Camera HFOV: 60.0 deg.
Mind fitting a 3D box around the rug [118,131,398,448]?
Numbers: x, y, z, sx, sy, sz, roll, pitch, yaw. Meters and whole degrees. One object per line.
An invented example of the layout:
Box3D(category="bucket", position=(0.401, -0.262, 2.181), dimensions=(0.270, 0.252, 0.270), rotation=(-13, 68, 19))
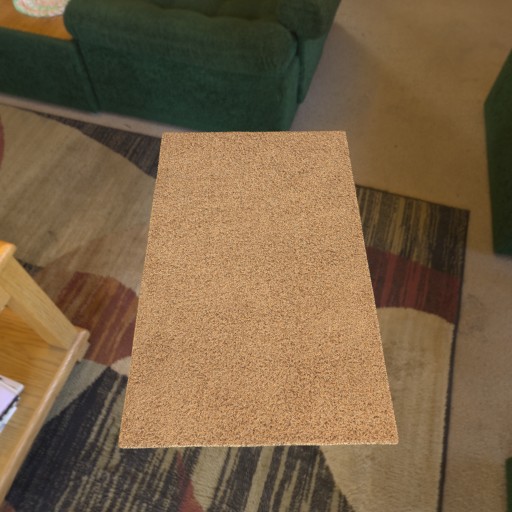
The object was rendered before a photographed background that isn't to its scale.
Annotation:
Box3D(category="rug", position=(0.000, 0.000, 3.052), dimensions=(1.524, 0.030, 2.438), rotation=(-1, 58, 0))
